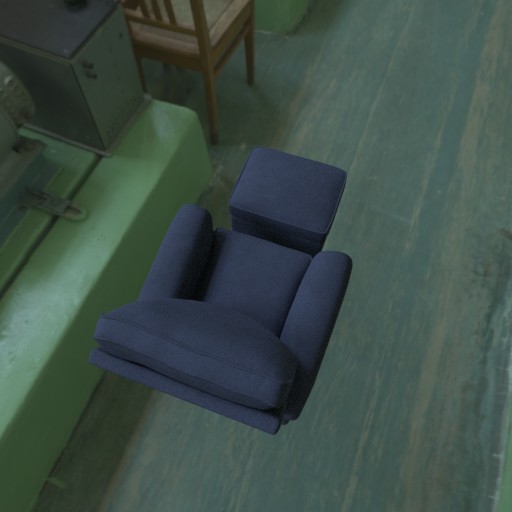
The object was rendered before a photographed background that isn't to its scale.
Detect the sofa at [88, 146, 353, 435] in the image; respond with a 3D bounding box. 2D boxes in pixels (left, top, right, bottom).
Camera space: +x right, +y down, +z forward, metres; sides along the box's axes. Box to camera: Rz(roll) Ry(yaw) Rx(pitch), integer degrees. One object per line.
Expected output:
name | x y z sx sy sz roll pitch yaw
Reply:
sofa | 0.000 0.000 2.061 0.880 0.959 1.478 18 64 9
